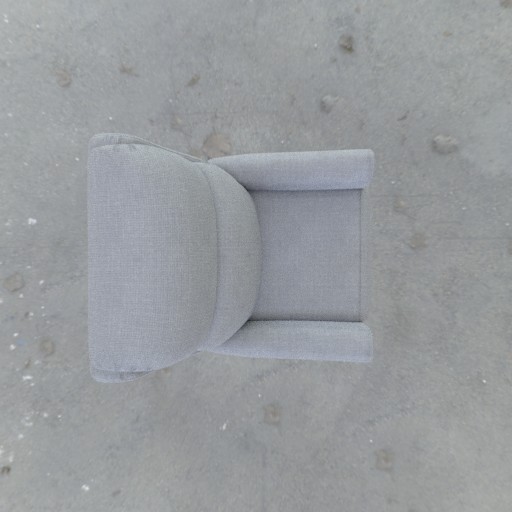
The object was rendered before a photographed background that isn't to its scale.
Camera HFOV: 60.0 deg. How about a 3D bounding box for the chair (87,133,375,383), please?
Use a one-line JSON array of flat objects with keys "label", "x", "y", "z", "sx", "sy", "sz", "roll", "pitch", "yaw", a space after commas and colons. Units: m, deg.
[{"label": "chair", "x": 0.000, "y": 0.000, "z": 1.768, "sx": 1.014, "sy": 1.054, "sz": 0.838, "roll": 0, "pitch": 91, "yaw": -1}]
